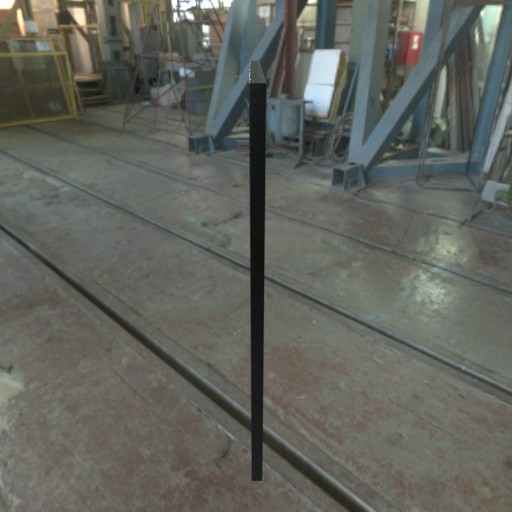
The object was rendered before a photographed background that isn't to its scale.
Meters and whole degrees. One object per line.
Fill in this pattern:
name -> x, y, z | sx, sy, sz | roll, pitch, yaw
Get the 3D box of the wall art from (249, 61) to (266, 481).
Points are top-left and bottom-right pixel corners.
wall art -> 0.000, 0.000, 0.841 | 0.019, 0.656, 0.462 | 0, 27, 0
